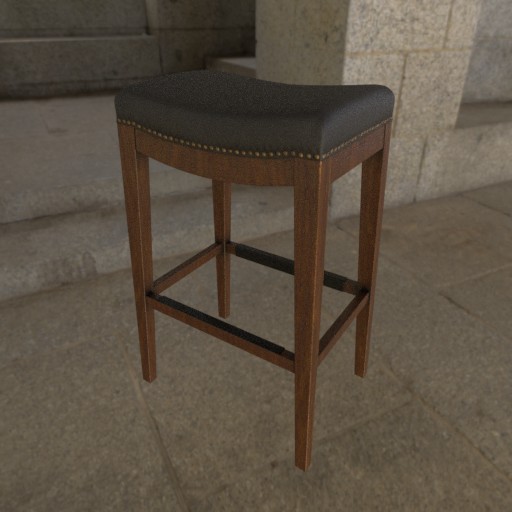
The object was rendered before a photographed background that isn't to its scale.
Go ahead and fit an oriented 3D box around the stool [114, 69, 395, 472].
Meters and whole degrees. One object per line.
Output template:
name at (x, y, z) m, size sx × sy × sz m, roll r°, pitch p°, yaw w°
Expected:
stool at (0.000, 0.000, 1.032) m, size 0.500 × 0.765 × 0.361 m, roll 18°, pitch 34°, yaw 29°
